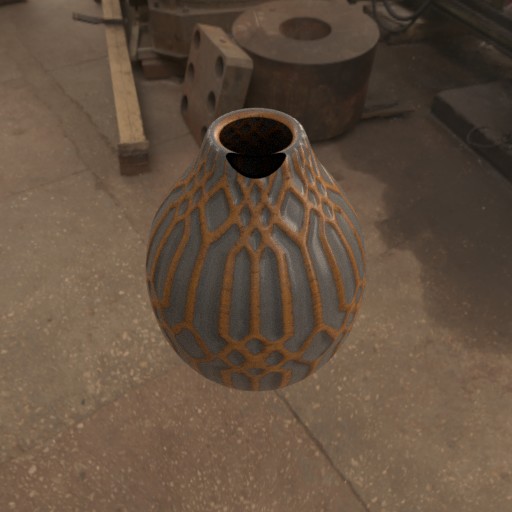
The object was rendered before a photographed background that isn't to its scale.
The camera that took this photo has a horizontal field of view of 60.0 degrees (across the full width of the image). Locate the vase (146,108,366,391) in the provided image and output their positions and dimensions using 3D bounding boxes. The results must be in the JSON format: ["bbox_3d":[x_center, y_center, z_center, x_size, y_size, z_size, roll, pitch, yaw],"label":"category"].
[{"bbox_3d":[0.000,0.000,0.138,0.069,0.088,0.069,0,47,0],"label":"vase"}]
